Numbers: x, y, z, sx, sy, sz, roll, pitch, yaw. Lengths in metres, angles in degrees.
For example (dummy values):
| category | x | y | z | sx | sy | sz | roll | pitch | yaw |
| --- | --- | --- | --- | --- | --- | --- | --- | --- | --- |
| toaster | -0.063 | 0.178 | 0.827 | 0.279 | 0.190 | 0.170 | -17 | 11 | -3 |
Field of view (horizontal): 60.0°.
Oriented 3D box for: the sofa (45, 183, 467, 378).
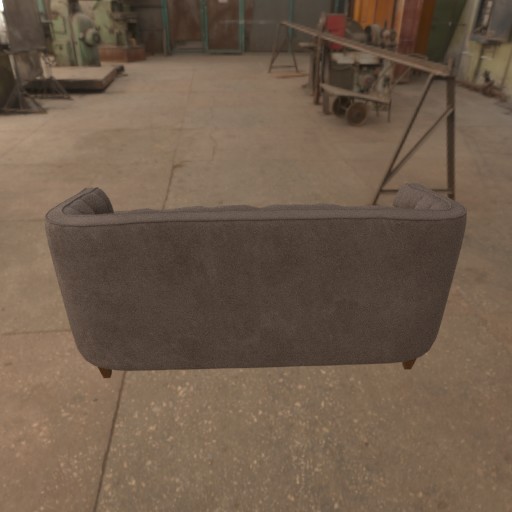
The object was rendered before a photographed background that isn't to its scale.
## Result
| category | x | y | z | sx | sy | sz | roll | pitch | yaw |
| --- | --- | --- | --- | --- | --- | --- | --- | --- | --- |
| sofa | 0.000 | 0.000 | 2.188 | 1.733 | 0.855 | 0.941 | -1 | 30 | -2 |
